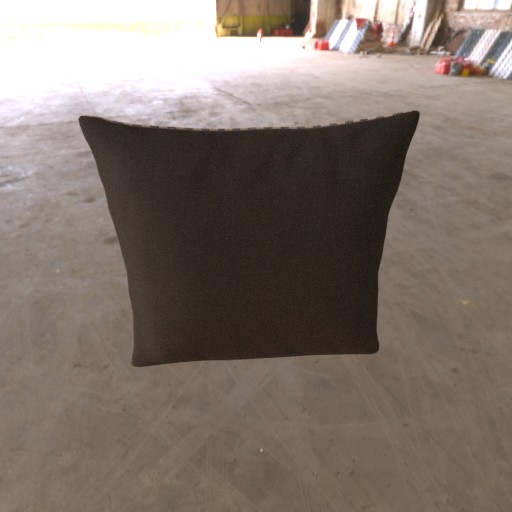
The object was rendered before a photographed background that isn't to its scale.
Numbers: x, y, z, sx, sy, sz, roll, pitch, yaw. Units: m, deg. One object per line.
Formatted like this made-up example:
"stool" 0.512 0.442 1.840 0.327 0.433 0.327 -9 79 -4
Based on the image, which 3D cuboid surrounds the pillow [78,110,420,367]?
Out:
"pillow" 0.000 0.000 0.798 0.523 0.506 0.166 -2 30 -4
